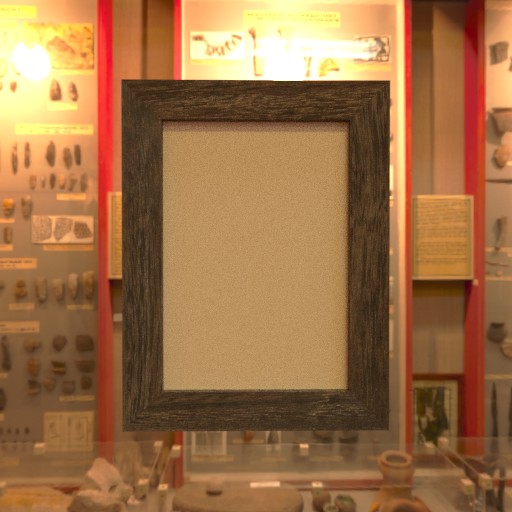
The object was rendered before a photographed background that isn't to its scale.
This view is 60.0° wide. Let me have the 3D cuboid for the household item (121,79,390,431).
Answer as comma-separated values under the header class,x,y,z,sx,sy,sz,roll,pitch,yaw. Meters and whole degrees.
class,x,y,z,sx,sy,sz,roll,pitch,yaw
household item,0.000,0.000,0.275,0.160,0.210,0.020,0,1,-1
